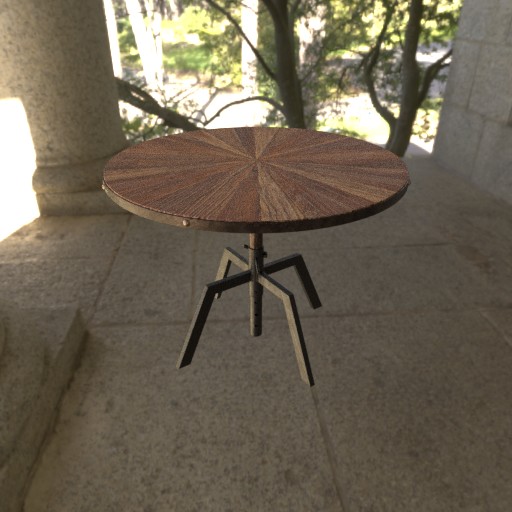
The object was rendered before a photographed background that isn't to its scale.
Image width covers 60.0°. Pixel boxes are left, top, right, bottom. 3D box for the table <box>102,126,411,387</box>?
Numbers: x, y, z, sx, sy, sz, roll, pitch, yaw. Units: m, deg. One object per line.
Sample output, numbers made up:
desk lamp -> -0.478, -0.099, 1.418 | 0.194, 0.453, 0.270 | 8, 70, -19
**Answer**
table -> 0.000, 0.000, 1.490 | 0.885, 0.658, 0.885 | 0, 29, 0
